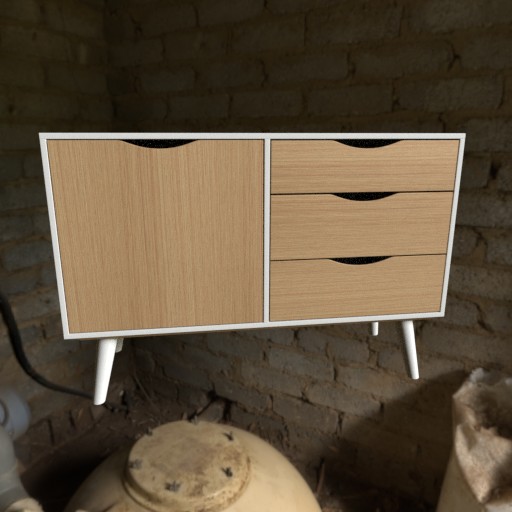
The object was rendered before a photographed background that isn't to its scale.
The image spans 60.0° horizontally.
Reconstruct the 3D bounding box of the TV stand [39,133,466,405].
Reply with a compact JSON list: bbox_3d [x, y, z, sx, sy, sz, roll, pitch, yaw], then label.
[{"bbox_3d":[0.000,0.000,1.526,1.193,0.812,0.406,-2,15,-8],"label":"TV stand"}]
